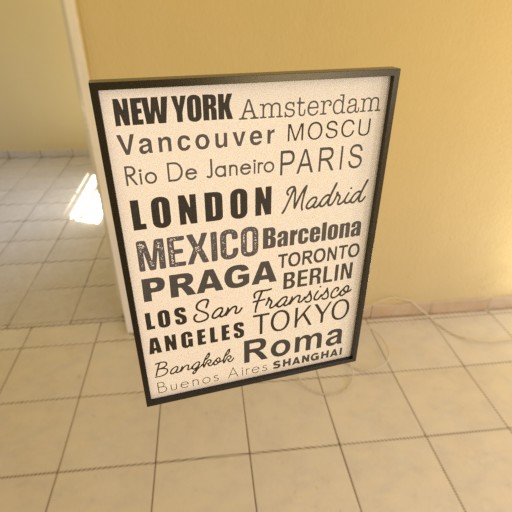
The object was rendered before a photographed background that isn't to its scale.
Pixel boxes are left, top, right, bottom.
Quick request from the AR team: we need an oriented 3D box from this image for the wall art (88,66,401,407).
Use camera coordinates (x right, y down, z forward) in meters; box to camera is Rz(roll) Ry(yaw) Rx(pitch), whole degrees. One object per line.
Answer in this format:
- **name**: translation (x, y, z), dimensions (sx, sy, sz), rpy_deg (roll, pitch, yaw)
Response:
- **wall art**: translation (0.000, 0.000, 1.362), dimensions (0.788, 1.046, 0.043), rpy_deg (-8, 32, -14)
